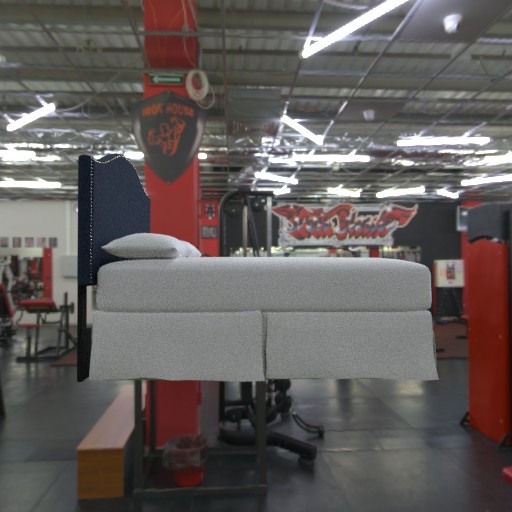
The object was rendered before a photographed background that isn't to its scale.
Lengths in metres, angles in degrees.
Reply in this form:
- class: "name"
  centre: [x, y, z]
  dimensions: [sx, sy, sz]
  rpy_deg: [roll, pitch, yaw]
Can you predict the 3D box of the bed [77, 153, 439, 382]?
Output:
- class: "bed"
  centre: [0.000, 0.000, 3.394]
  dimensions: [2.153, 1.518, 1.725]
  rpy_deg: [0, -1, -1]
